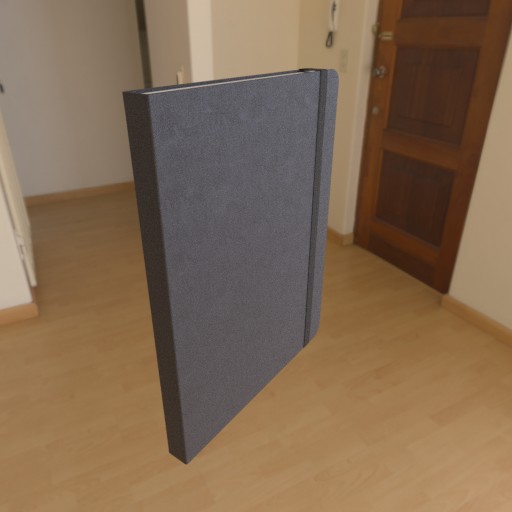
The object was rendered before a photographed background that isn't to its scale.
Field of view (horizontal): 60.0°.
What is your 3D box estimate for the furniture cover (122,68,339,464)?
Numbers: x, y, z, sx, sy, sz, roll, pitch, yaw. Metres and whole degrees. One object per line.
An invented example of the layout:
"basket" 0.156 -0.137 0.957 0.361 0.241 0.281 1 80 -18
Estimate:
"furniture cover" 0.000 0.000 0.373 0.023 0.281 0.216 18 32 32
